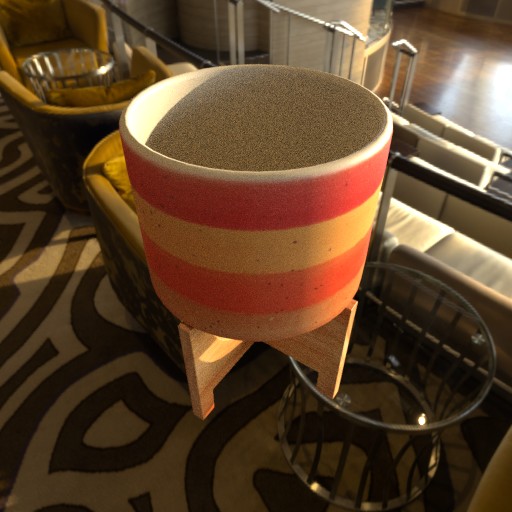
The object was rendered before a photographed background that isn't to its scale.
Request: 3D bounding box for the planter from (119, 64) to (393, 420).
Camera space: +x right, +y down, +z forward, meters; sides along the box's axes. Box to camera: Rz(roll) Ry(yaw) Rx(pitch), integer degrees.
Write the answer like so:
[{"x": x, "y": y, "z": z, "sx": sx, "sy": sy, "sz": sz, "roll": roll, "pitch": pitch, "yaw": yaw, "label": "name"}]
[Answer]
[{"x": 0.000, "y": 0.000, "z": 0.548, "sx": 0.269, "sy": 0.379, "sz": 0.269, "roll": 0, "pitch": 41, "yaw": 0, "label": "planter"}]
